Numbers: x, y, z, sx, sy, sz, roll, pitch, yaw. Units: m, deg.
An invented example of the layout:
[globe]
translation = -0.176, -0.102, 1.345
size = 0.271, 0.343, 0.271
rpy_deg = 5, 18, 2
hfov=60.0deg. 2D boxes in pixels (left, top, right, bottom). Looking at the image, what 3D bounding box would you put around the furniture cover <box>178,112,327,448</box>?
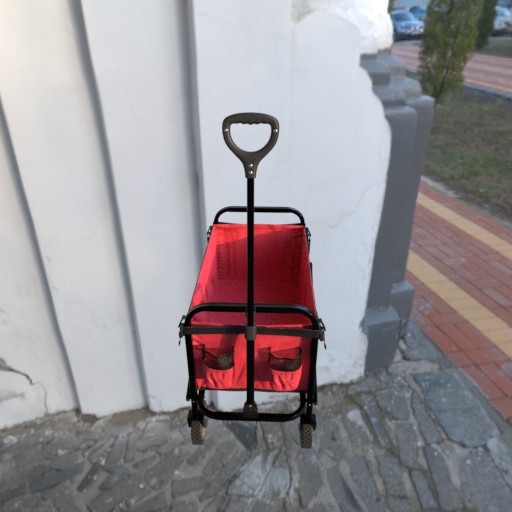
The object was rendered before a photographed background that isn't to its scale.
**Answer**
[furniture cover]
translation = 0.000, 0.000, 1.826
size = 0.532, 1.295, 1.038
rpy_deg = 1, 29, 2
